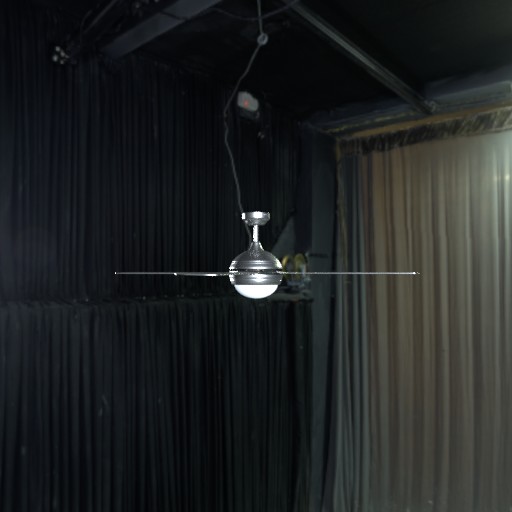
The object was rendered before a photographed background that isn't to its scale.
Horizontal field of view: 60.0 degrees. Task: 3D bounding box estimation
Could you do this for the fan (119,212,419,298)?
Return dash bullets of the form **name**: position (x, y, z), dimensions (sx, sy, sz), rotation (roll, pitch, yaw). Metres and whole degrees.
- **fan**: position (0.000, 0.000, 2.000), dimensions (1.321, 0.381, 1.321), rotation (-1, -2, 36)
